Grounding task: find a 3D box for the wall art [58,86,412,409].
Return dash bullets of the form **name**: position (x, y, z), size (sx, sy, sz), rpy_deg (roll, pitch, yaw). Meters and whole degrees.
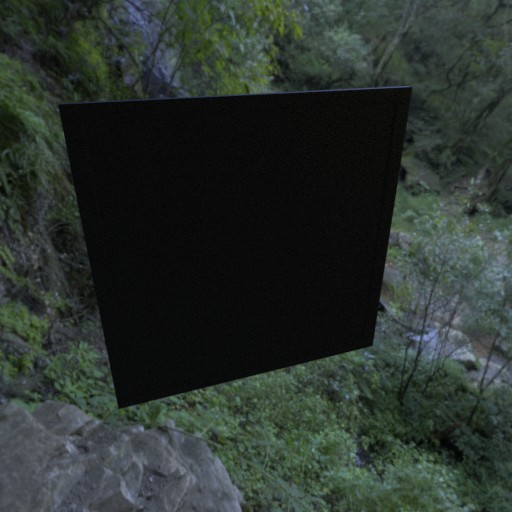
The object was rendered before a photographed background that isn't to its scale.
- **wall art**: position (0.000, 0.000, 0.806), size (0.562, 0.558, 0.012), rpy_deg (-9, 29, -17)
